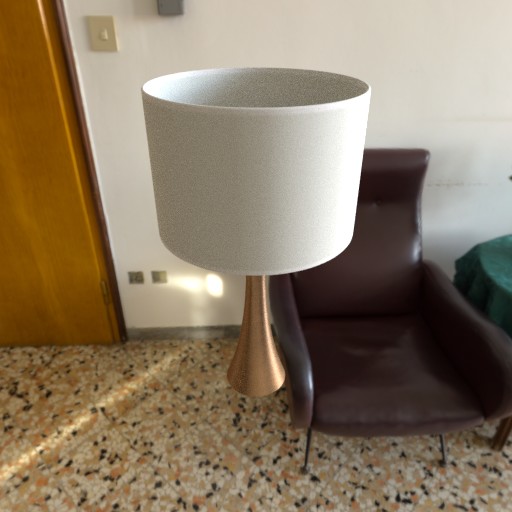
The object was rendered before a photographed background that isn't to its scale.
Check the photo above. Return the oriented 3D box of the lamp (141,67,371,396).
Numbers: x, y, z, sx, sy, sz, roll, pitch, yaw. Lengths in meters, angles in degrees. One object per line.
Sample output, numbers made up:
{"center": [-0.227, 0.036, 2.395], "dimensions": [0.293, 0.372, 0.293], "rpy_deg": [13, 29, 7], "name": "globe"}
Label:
{"center": [0.000, 0.000, 0.651], "dimensions": [0.268, 0.479, 0.268], "rpy_deg": [-22, 37, -32], "name": "lamp"}
